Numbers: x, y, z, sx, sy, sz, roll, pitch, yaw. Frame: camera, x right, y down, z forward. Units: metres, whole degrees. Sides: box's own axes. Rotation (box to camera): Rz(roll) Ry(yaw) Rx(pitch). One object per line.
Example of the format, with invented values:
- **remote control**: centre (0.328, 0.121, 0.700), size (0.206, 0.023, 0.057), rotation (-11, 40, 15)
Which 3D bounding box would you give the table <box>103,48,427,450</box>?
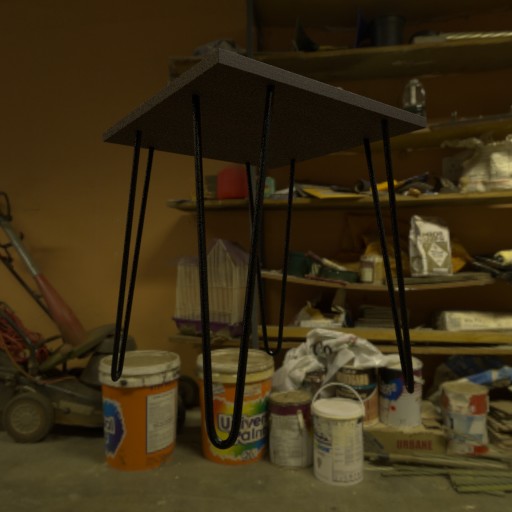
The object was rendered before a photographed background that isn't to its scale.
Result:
- **table**: centre (0.000, 0.000, 0.947), size (0.495, 0.559, 0.495), rotation (1, -1, -37)
